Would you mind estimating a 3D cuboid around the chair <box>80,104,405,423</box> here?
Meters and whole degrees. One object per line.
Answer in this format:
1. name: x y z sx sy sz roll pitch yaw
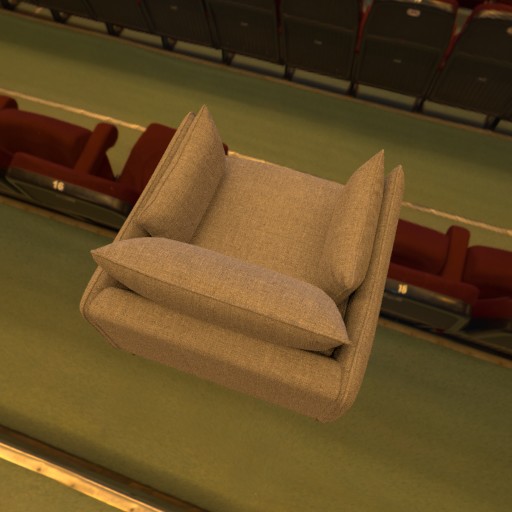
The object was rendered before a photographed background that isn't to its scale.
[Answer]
1. chair: 0.000 0.000 1.754 0.993 0.839 0.976 17 63 9
